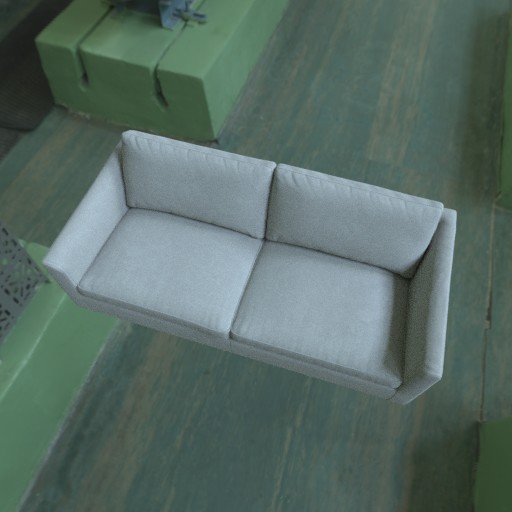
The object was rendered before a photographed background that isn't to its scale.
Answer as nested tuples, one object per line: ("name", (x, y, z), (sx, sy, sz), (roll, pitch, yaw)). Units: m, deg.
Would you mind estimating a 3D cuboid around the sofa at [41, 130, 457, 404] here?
("sofa", (0.000, 0.000, 2.787), (2.588, 0.838, 1.090), (15, 59, 9))
